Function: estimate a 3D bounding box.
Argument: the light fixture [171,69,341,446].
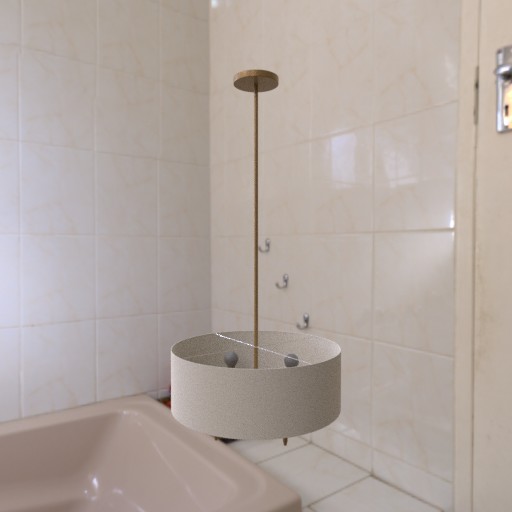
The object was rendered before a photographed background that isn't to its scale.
[{"bbox_3d":[0.000,0.000,1.341,0.508,1.067,0.508,0,1,0],"label":"light fixture"}]
